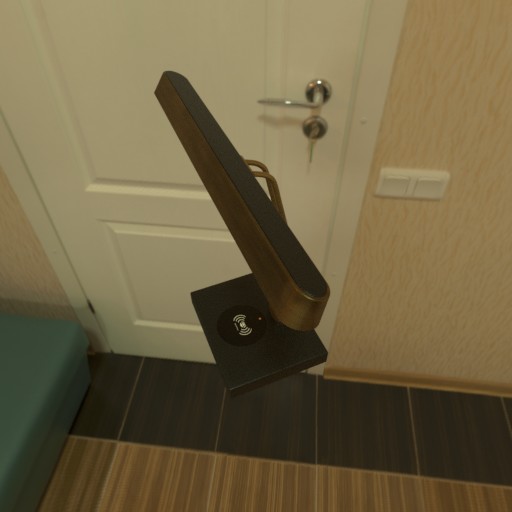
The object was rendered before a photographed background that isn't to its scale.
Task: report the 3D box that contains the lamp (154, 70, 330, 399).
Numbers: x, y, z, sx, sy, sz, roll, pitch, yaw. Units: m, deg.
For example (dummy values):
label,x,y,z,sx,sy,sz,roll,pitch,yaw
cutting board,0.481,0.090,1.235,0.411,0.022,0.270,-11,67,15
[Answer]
label,x,y,z,sx,sy,sz,roll,pitch,yaw
lamp,0.000,0.000,0.579,0.156,0.345,0.412,-17,49,-15
